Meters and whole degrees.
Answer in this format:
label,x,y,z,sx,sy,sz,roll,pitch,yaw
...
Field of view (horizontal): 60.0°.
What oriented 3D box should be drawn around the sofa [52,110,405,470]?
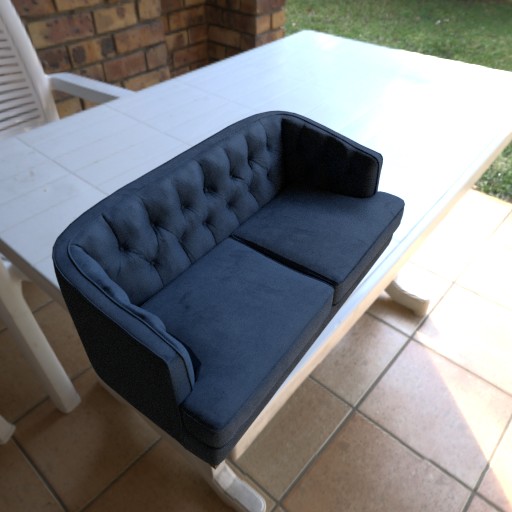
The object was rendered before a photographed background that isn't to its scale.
label,x,y,z,sx,sy,sz,roll,pitch,yaw
sofa,0.000,0.000,2.230,0.941,0.854,1.733,25,47,26
